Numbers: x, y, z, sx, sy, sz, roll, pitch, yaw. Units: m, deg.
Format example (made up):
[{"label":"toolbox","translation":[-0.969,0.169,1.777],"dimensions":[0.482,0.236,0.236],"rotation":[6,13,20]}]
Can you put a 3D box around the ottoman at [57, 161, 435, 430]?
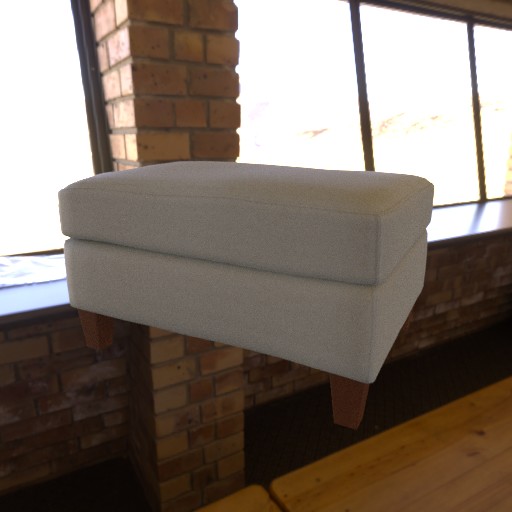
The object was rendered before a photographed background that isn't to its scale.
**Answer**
[{"label":"ottoman","translation":[0.000,0.000,1.208],"dimensions":[0.818,0.496,0.634],"rotation":[8,17,27]}]
